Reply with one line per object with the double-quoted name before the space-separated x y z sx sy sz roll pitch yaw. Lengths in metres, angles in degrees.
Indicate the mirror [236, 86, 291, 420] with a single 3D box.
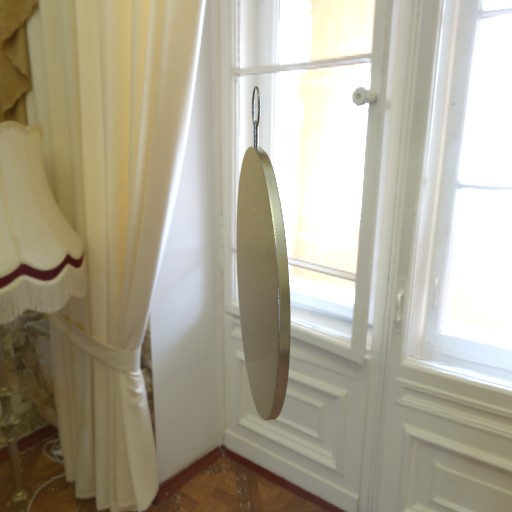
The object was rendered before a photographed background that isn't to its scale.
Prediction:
"mirror" 0.000 0.000 0.991 0.020 0.713 0.594 -2 16 -9
